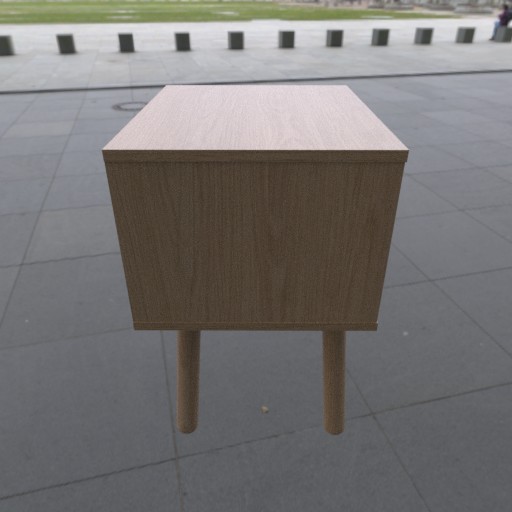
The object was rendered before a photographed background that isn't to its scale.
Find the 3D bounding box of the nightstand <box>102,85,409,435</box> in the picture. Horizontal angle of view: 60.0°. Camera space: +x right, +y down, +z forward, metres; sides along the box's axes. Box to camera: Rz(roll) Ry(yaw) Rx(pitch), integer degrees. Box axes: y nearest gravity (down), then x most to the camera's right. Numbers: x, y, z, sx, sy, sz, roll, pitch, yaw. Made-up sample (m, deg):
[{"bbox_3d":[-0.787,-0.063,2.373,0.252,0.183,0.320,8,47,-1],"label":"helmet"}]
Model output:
[{"bbox_3d":[0.000,0.000,0.887,0.380,0.571,0.450,0,31,0],"label":"nightstand"}]
